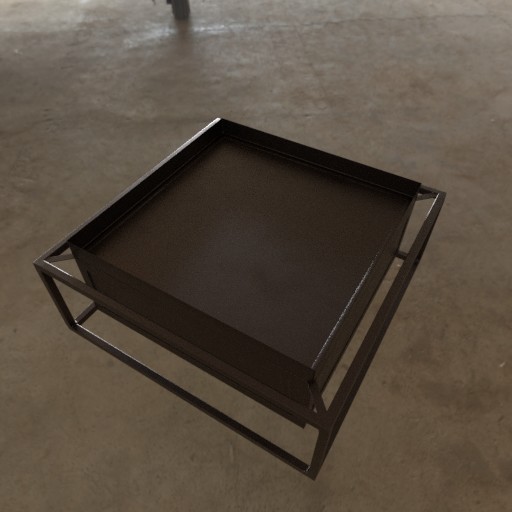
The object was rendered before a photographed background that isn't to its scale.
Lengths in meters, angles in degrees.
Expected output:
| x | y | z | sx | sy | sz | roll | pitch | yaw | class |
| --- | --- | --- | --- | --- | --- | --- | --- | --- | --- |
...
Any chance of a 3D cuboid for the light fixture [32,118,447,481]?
| x | y | z | sx | sy | sz | roll | pitch | yaw | class |
| --- | --- | --- | --- | --- | --- | --- | --- | --- | --- |
| 0.000 | 0.000 | 0.699 | 0.441 | 0.191 | 0.441 | 24 | 51 | 21 | light fixture |
